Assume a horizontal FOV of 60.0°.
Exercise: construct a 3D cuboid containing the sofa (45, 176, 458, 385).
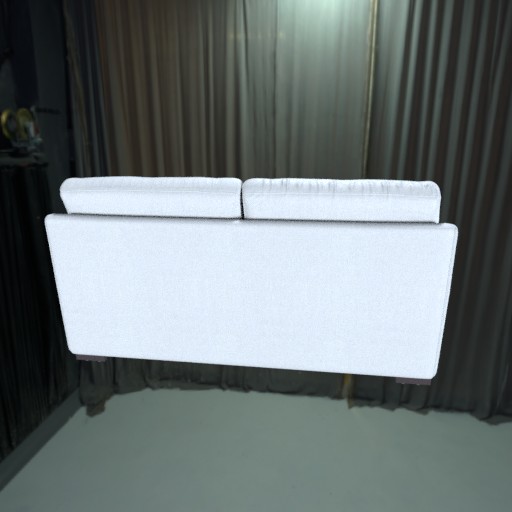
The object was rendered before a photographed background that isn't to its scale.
[{"bbox_3d":[0.000,0.000,2.512,1.880,0.940,1.143,2,15,8],"label":"sofa"}]
